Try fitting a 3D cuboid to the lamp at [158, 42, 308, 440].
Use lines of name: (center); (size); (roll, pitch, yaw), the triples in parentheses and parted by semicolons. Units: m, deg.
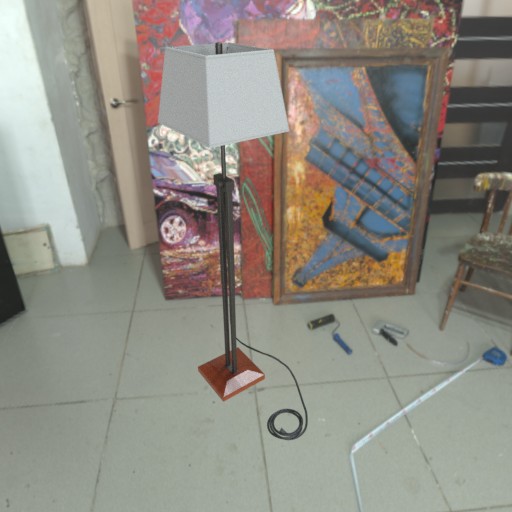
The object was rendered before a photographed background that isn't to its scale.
lamp: (0.000, 0.000, 1.983); (0.472, 1.712, 0.745); (-20, 37, -30)
